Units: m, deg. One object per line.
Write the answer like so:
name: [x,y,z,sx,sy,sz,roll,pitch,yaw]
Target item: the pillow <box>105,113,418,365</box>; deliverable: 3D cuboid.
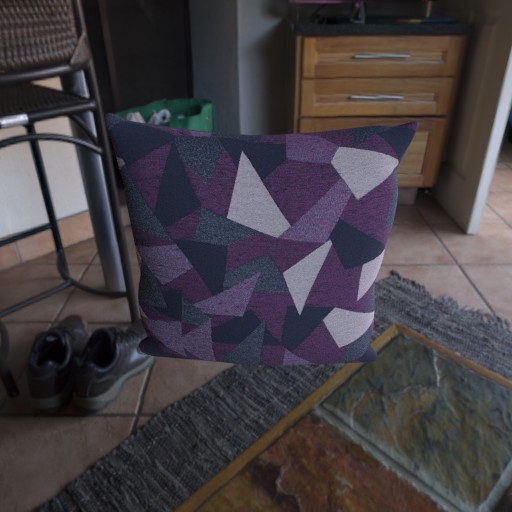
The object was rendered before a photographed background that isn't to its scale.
pillow: [0.000,0.000,0.803,0.503,0.496,0.208,1,30,2]
